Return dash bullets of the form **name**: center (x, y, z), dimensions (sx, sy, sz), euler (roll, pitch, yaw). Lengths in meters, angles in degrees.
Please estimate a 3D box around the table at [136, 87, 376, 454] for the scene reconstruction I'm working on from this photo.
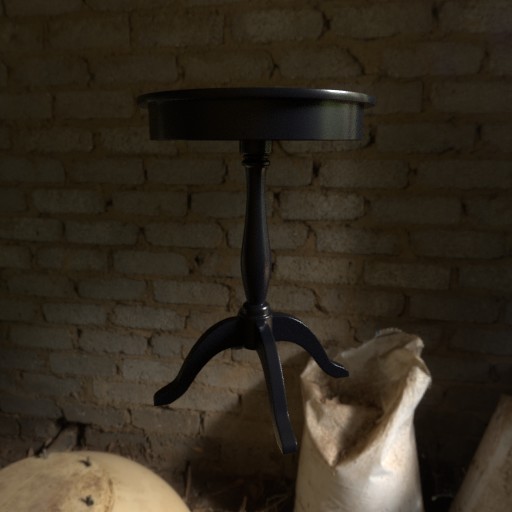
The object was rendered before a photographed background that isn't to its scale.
- **table**: center (0.000, 0.000, 0.996), dimensions (0.481, 0.665, 0.481), euler (0, 15, 0)
